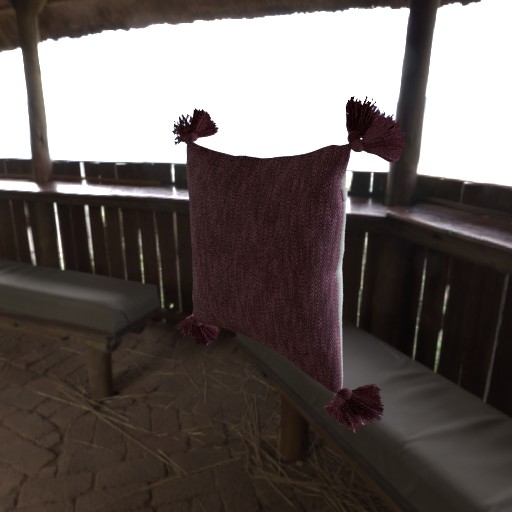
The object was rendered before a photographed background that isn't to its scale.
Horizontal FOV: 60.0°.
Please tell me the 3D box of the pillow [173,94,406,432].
[{"bbox_3d":[0.000,0.000,0.983,0.138,0.659,0.641,-15,22,-43],"label":"pillow"}]
